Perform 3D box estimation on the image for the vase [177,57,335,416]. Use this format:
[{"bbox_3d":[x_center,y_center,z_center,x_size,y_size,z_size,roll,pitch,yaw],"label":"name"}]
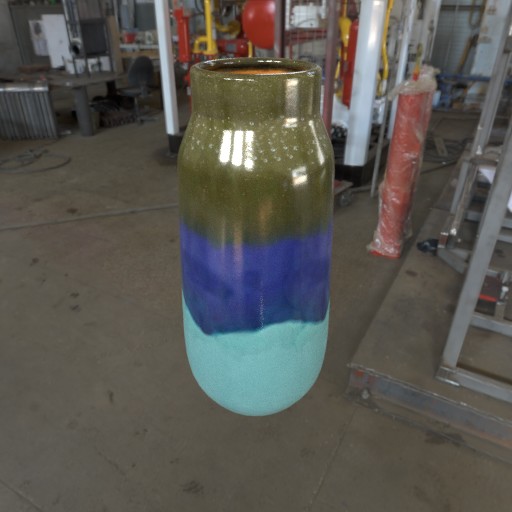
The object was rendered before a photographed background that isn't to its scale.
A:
[{"bbox_3d":[0.000,0.000,0.391,0.139,0.313,0.139,0,31,0],"label":"vase"}]
